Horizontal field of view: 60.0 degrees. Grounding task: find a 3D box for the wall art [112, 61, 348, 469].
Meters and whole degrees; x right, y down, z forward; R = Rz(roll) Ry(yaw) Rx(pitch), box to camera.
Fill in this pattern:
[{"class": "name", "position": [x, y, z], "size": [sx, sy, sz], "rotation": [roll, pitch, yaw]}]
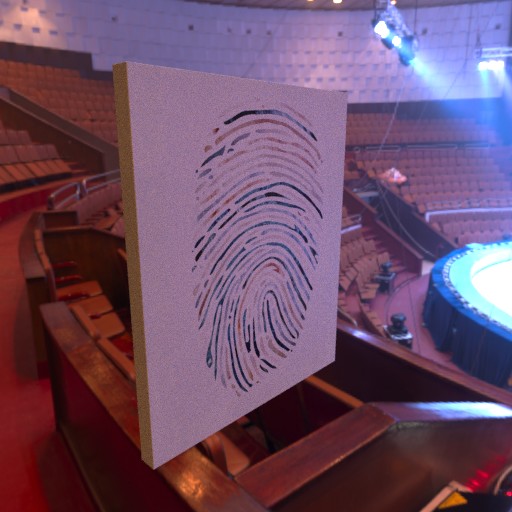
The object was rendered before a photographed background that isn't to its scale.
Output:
[{"class": "wall art", "position": [0.000, 0.000, 0.822], "size": [0.037, 0.606, 0.508], "rotation": [13, 20, 42]}]
